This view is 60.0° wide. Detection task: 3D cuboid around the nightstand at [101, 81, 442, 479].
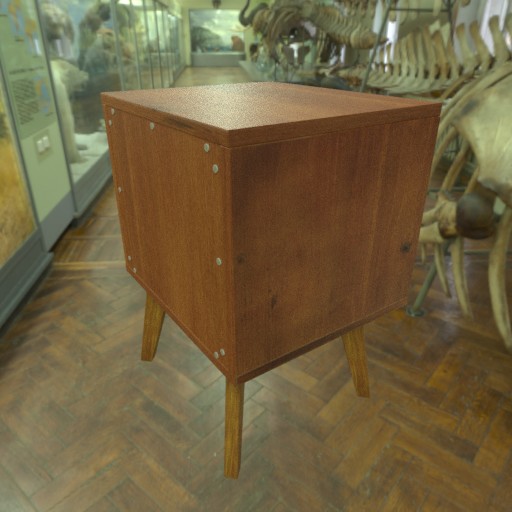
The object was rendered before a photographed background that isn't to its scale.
[{"bbox_3d":[0.000,0.000,0.911,0.411,0.618,0.460,-17,31,-31],"label":"nightstand"}]
